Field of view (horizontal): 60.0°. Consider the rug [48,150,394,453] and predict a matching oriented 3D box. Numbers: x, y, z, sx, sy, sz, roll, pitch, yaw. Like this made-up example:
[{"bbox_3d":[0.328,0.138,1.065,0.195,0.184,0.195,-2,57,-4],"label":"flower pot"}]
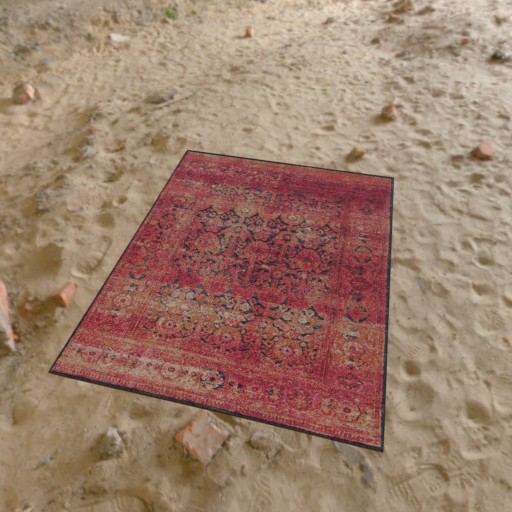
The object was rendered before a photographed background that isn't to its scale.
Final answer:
[{"bbox_3d":[0.000,0.000,4.059,2.411,0.020,3.032,10,47,9],"label":"rug"}]
